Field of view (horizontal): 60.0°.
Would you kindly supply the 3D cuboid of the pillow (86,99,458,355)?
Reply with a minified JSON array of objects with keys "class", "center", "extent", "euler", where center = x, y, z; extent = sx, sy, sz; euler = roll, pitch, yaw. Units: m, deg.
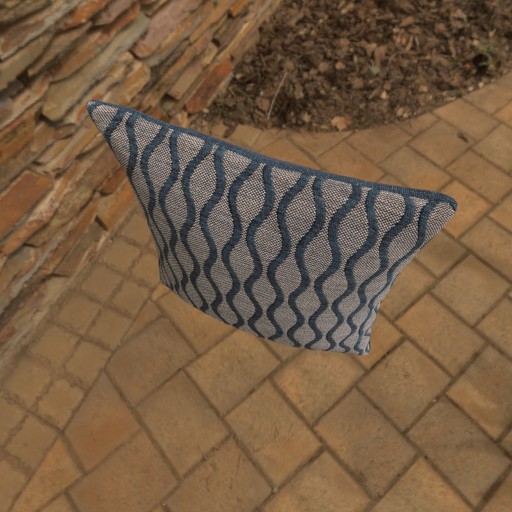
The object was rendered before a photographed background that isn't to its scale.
[{"class":"pillow","center":[0.000,0.000,0.659],"extent":[0.435,0.435,0.159],"euler":[18,60,11]}]
